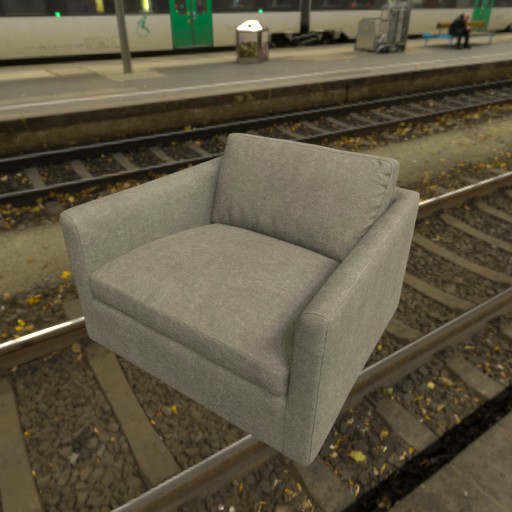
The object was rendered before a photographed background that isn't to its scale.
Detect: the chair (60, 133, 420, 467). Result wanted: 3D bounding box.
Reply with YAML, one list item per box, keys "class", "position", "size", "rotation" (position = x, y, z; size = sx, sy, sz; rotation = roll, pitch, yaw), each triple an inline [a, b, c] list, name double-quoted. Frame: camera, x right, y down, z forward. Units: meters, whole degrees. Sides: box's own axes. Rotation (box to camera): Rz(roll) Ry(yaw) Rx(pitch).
- class: "chair"
  position: [0.000, 0.000, 1.944]
  size: [1.190, 0.845, 1.091]
  rotation: [19, 35, 30]
